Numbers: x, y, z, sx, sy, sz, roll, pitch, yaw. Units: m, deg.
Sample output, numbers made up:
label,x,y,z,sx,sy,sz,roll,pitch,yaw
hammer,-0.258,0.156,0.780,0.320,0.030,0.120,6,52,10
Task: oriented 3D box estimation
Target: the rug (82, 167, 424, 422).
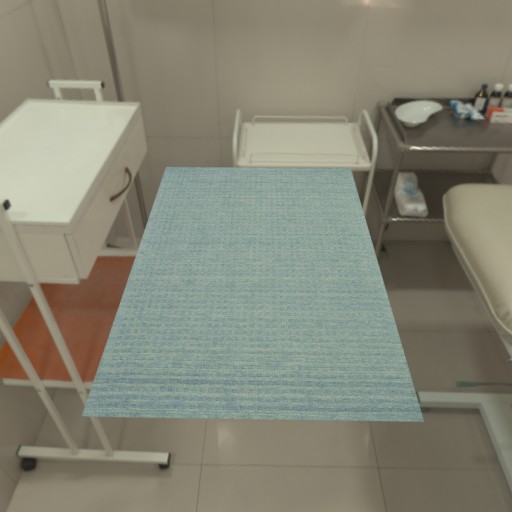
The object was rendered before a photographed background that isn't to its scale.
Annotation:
label,x,y,z,sx,sy,sz,roll,pitch,yaw
rug,0.000,0.000,3.662,1.982,0.006,2.895,1,41,1
